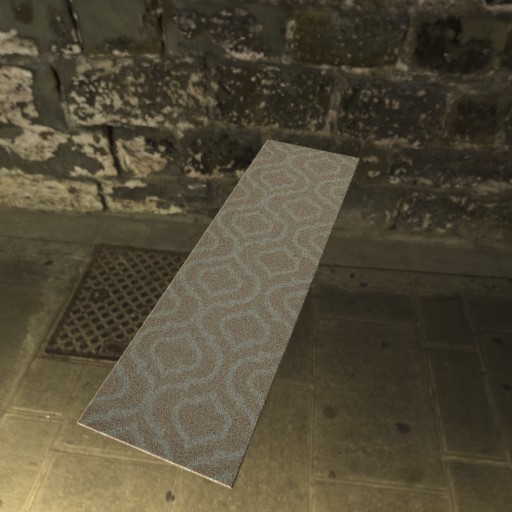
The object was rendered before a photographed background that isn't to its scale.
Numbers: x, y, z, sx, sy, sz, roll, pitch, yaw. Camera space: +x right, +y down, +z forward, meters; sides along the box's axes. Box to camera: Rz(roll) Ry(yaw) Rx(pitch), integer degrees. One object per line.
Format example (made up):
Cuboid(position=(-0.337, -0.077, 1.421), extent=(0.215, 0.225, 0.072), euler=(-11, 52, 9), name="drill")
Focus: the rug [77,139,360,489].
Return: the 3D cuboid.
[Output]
Cuboid(position=(0.000, 0.000, 2.462), extent=(0.691, 0.013, 2.289), euler=(15, 48, 14), name="rug")
